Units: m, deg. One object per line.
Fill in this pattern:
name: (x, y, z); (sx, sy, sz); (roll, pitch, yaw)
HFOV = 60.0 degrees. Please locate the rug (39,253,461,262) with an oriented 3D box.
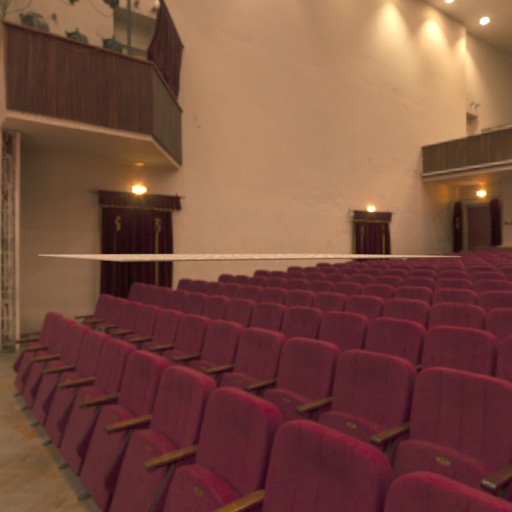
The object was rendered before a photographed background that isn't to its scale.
rug: (0.000, 0.000, 2.182); (1.749, 0.015, 1.141); (0, 1, -37)
